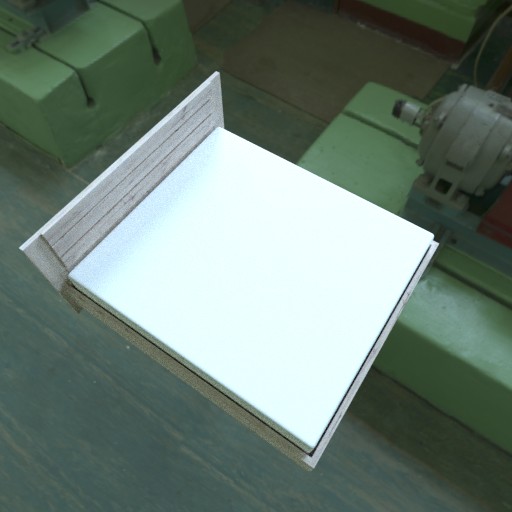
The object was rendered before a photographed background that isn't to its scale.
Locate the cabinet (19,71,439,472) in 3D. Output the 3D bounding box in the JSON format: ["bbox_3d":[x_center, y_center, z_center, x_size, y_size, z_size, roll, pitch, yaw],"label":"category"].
[{"bbox_3d":[0.000,0.000,3.146,2.080,0.970,1.950,30,64,17],"label":"cabinet"}]
